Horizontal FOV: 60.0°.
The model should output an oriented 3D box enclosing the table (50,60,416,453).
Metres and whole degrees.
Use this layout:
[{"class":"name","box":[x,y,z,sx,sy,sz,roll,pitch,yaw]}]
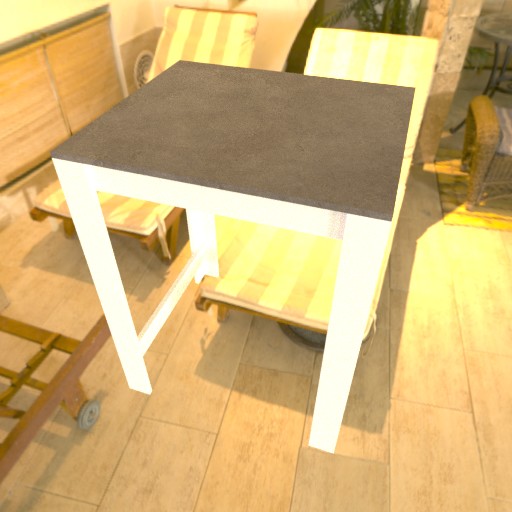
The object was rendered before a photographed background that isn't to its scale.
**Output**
[{"class":"table","box":[0.000,0.000,1.543,0.800,1.020,0.700,13,43,14]}]
